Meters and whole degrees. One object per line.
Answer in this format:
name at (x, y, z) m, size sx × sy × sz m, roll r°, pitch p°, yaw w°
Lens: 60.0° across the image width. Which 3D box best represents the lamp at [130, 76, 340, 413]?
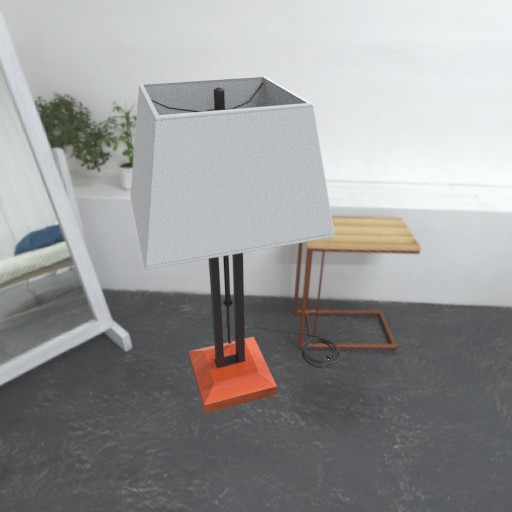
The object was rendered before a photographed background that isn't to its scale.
lamp at (0.000, 0.000, 1.005) m, size 0.498 × 0.737 × 0.310 m, roll -10°, pitch 34°, yaw -15°
